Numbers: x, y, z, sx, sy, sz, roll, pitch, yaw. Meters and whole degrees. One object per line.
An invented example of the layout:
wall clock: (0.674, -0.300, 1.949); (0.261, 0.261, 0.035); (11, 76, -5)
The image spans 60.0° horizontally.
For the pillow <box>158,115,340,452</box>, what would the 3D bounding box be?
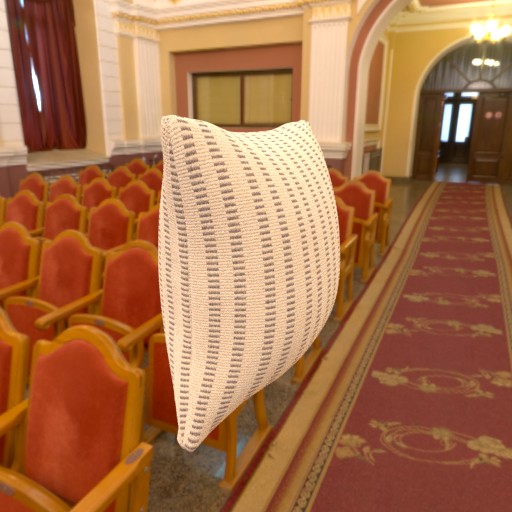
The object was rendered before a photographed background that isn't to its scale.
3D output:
pillow: (0.000, 0.000, 0.703); (0.247, 0.419, 0.438); (8, 18, 25)
